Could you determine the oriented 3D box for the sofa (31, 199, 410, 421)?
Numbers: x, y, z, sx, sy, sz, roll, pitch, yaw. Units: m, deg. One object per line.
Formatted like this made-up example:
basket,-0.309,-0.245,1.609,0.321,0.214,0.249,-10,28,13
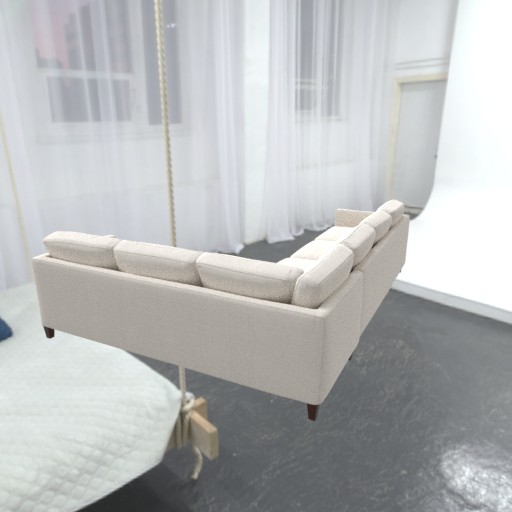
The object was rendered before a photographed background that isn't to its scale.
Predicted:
sofa,0.000,0.000,4.578,2.593,0.947,3.302,9,19,26
